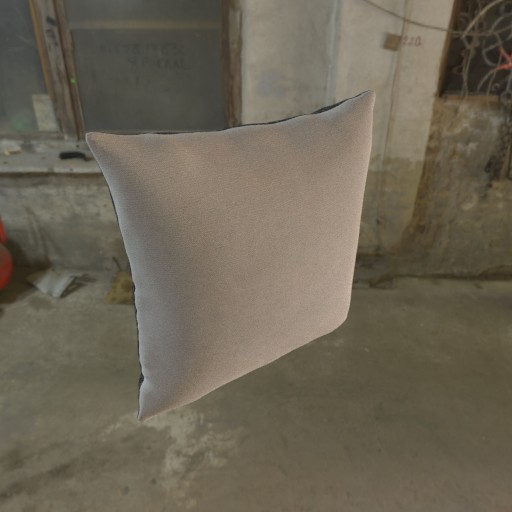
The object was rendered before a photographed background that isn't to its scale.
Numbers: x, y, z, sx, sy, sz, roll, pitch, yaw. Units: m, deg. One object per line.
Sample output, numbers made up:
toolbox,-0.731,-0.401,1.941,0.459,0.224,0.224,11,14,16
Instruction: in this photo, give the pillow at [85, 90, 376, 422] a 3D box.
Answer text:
pillow,0.000,0.000,0.665,0.433,0.434,0.196,-19,35,-30
